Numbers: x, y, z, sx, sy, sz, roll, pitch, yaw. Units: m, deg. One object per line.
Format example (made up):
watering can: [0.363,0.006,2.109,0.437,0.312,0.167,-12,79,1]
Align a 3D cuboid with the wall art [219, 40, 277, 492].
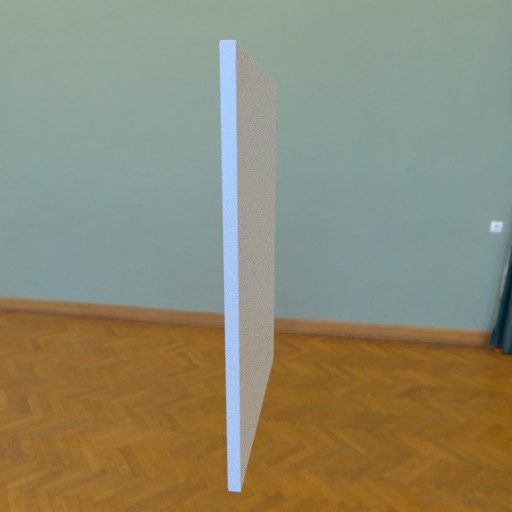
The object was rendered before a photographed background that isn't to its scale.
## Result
wall art: [0.000,0.000,1.031,0.026,0.813,0.556,2,15,9]
